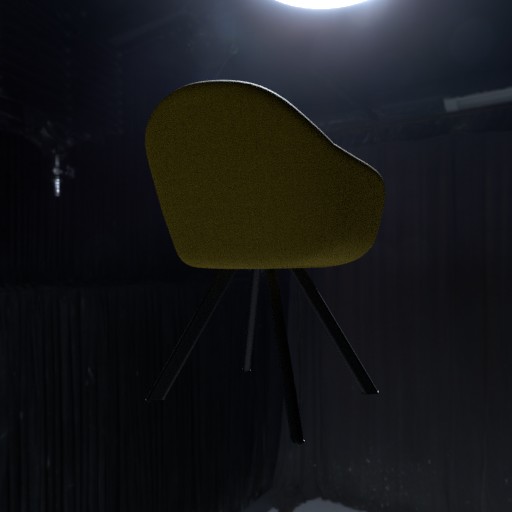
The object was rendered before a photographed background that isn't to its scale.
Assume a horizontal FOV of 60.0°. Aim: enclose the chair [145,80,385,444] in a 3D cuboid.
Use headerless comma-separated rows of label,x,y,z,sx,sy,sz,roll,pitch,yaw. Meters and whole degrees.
chair,0.000,0.000,1.219,0.590,0.795,0.550,0,-1,36
